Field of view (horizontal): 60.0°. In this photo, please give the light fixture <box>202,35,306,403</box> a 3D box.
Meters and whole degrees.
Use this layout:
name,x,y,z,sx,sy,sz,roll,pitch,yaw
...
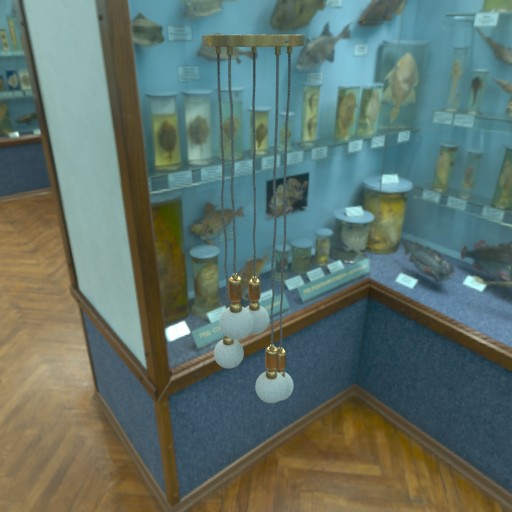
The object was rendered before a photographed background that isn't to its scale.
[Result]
name,x,y,z,sx,sy,sz,roll,pitch,yaw
light fixture,0.000,0.000,0.511,0.108,0.457,0.105,-18,32,-32
